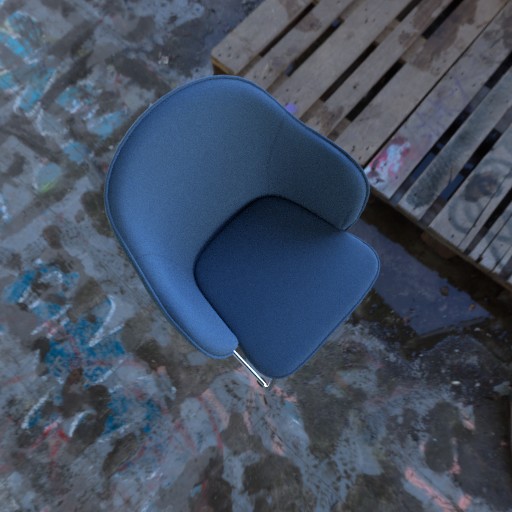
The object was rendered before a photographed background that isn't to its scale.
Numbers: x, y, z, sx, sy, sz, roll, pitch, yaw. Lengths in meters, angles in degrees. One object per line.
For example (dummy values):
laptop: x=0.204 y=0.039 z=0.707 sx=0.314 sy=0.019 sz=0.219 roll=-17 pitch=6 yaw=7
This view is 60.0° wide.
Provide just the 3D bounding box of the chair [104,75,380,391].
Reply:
chair: x=0.000 y=0.000 z=1.222 sx=0.585 sy=0.815 sz=0.570 roll=42 pitch=78 yaw=11
